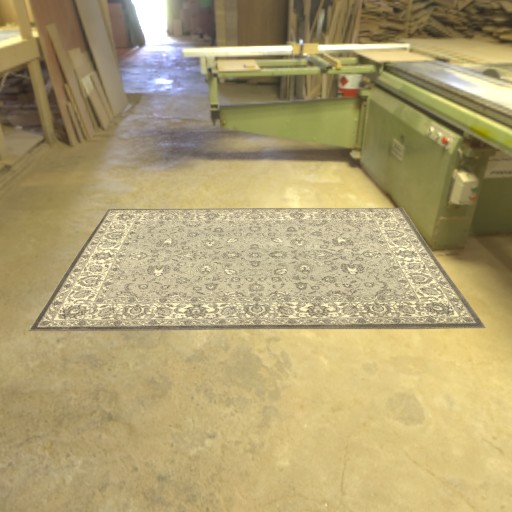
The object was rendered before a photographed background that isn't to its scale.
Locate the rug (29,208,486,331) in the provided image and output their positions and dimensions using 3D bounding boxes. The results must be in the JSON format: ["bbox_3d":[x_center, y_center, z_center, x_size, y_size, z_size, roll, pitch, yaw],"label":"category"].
[{"bbox_3d":[0.000,0.000,3.005,2.438,0.011,1.524,0,31,0],"label":"rug"}]
